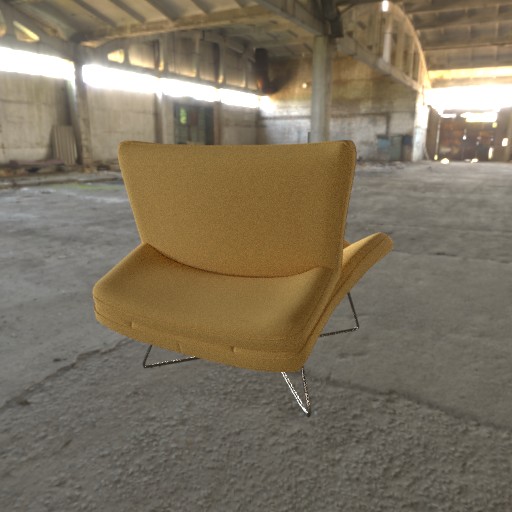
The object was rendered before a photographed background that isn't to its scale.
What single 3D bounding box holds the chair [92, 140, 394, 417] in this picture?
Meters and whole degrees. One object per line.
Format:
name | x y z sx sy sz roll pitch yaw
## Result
chair | 0.000 0.000 1.695 0.859 0.855 1.008 7 16 27
